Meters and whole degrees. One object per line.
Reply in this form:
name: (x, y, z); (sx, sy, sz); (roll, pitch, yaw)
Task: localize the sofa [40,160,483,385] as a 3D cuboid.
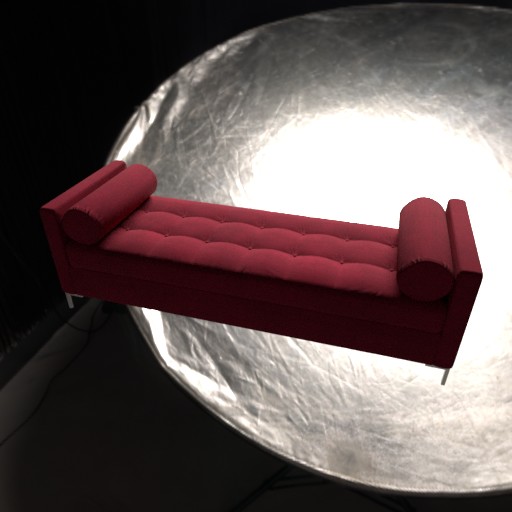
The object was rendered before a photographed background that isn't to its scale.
sofa: (0.000, 0.000, 2.324); (1.981, 0.635, 0.686); (9, 34, 14)
